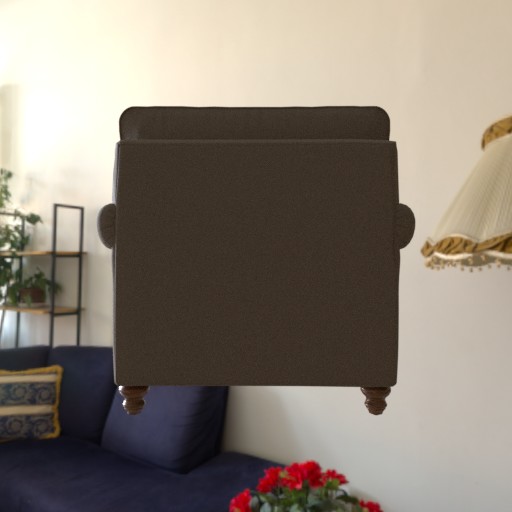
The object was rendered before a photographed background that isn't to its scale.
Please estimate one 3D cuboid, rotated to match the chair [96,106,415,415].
[{"bbox_3d":[0.000,0.000,1.743,1.029,0.967,0.966,0,-1,0],"label":"chair"}]
